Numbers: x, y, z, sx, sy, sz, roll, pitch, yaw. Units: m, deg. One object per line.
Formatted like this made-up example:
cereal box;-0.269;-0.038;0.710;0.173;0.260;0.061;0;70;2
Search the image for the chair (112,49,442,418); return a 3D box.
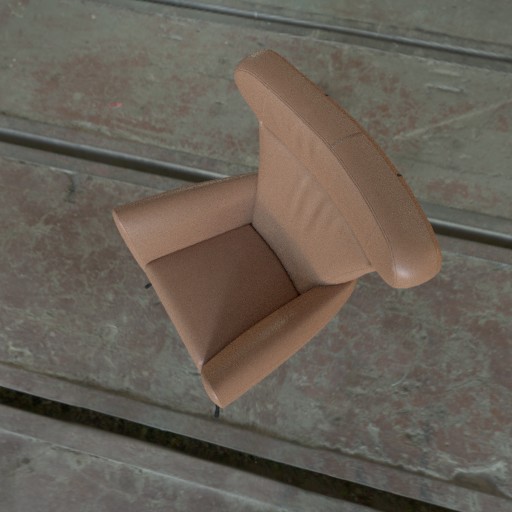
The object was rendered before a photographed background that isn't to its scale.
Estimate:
chair;0.000;0.000;1.760;0.900;1.050;0.980;-29;68;-13
